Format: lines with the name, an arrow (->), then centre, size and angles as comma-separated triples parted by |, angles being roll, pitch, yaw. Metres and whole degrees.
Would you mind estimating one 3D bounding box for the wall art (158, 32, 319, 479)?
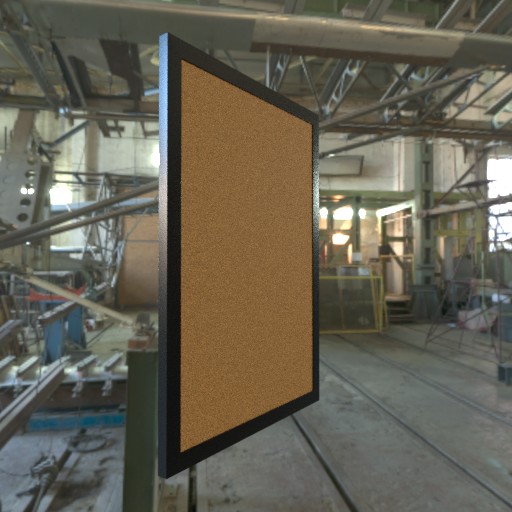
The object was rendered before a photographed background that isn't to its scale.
wall art -> 0.000, 0.000, 0.840 | 0.019, 0.656, 0.462 | -1, -1, 37
